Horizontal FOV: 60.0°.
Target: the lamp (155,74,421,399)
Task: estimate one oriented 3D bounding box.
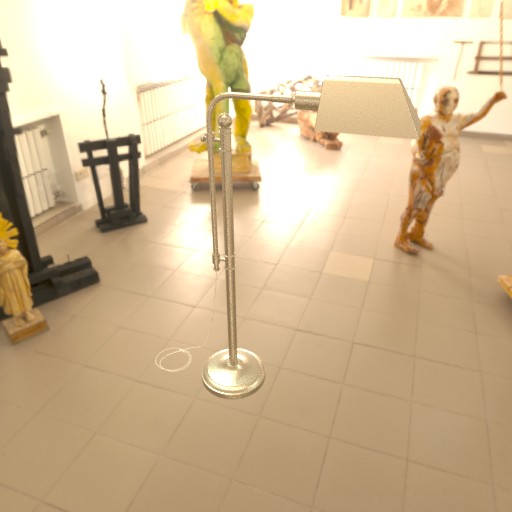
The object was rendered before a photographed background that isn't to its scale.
[{"bbox_3d":[0.000,0.000,0.913,0.546,0.708,0.159,10,31,17],"label":"lamp"}]
